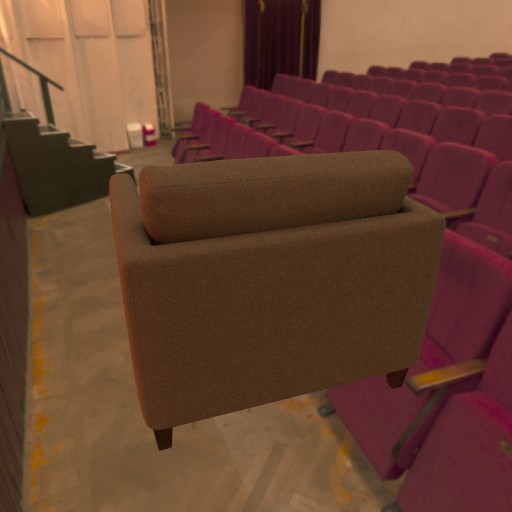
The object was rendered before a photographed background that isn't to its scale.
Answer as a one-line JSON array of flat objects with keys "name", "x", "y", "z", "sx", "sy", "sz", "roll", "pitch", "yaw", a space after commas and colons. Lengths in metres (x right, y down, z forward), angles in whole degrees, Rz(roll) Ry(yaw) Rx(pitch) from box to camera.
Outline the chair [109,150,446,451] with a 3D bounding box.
[{"name": "chair", "x": 0.000, "y": 0.000, "z": 1.864, "sx": 1.107, "sy": 0.963, "sz": 0.959, "roll": -8, "pitch": 27, "yaw": -17}]
